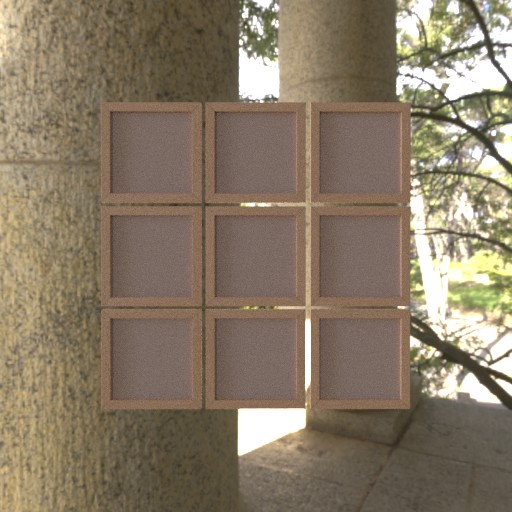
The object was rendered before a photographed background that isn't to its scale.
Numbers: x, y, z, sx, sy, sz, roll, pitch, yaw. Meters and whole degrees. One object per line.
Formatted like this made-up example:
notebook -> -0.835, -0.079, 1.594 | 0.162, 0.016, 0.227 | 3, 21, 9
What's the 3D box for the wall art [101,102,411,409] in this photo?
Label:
wall art -> 0.000, 0.000, 1.752 | 1.217, 1.207, 0.016 | 0, 0, 0
